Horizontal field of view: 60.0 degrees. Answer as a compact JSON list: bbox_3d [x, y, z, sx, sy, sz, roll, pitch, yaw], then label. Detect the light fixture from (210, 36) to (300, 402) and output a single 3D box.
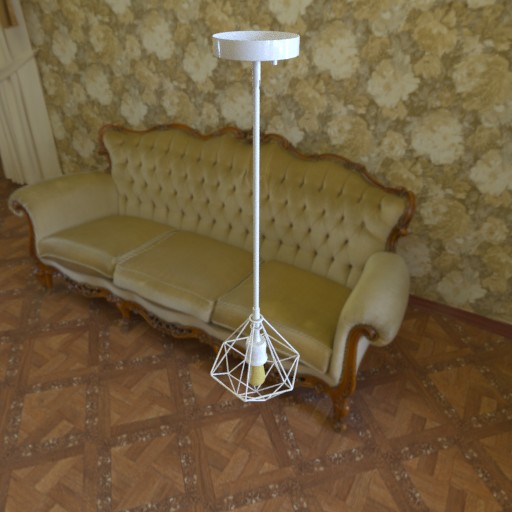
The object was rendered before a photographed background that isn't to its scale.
[{"bbox_3d":[0.000,0.000,1.970,0.487,1.764,0.431,-9,33,-15],"label":"light fixture"}]
